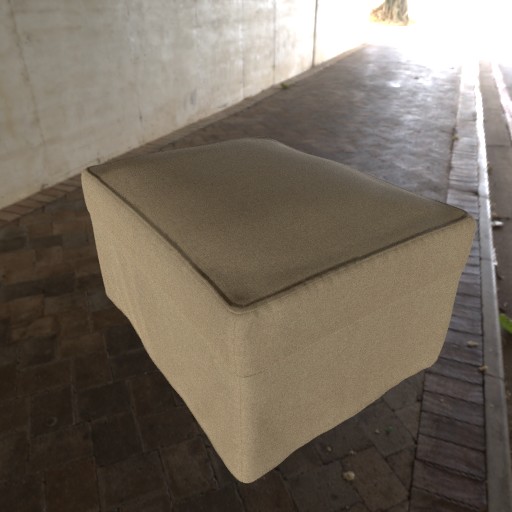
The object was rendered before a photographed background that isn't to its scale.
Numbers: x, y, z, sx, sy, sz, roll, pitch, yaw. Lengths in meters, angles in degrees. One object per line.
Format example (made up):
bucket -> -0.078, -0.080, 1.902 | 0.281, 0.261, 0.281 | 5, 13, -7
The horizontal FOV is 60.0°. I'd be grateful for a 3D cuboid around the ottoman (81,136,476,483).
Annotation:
ottoman -> 0.000, 0.000, 1.204 | 0.650, 0.485, 0.833 | -19, 36, -29
